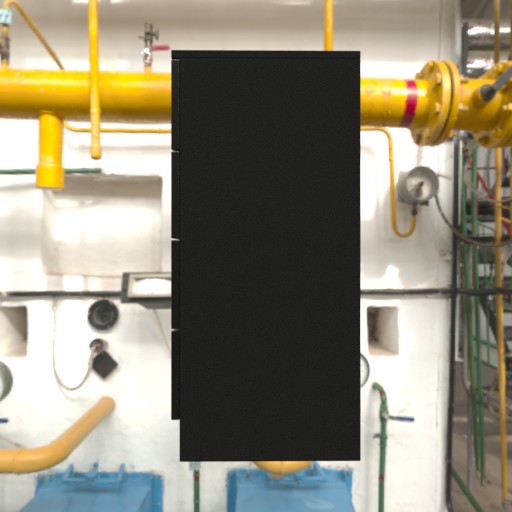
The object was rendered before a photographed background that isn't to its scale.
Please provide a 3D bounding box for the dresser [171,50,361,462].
[{"bbox_3d":[0.000,0.000,1.150,0.360,0.720,0.750,0,0,-1],"label":"dresser"}]
